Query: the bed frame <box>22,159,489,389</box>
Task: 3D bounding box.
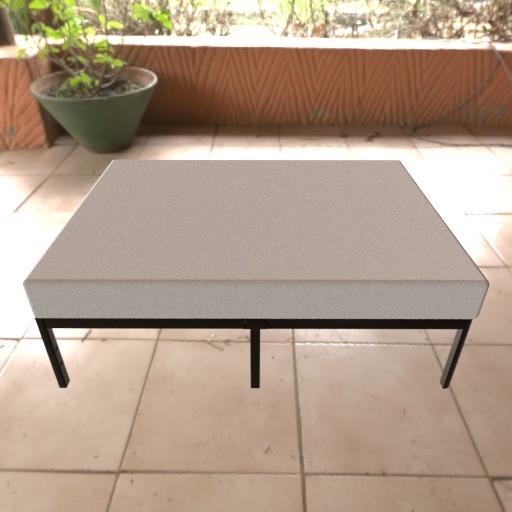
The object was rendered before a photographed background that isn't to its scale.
[{"bbox_3d":[0.000,0.000,2.595,1.956,0.659,1.408,0,33,0],"label":"bed frame"}]
